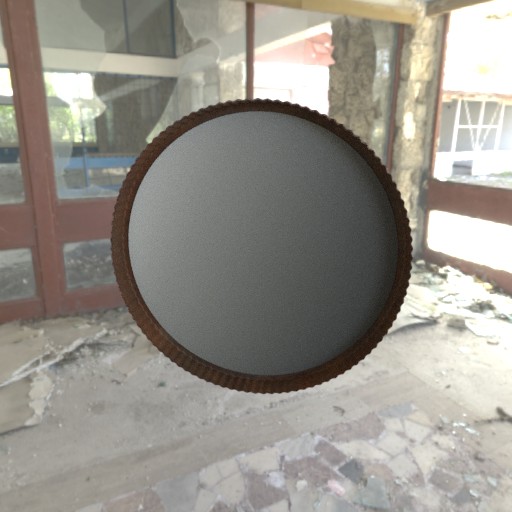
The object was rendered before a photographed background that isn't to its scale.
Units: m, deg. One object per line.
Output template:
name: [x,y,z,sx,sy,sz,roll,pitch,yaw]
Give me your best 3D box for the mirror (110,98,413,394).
mirror: [0.000,0.000,0.907,0.609,0.609,0.056,2,16,9]
